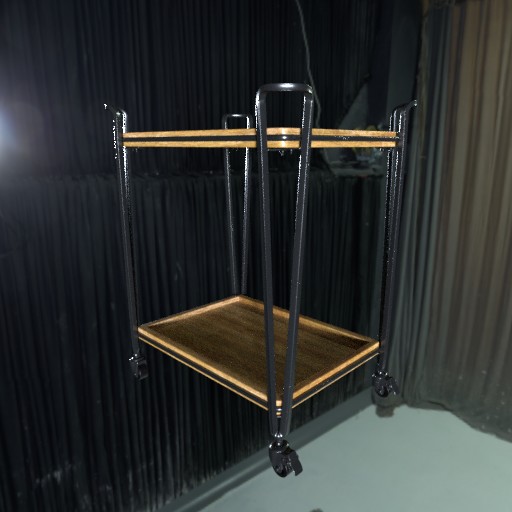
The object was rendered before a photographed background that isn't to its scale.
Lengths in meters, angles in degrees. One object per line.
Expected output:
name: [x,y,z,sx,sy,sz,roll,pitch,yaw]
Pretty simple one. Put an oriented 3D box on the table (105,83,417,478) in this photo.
table: [0.000,0.000,1.202,0.672,0.785,0.505,14,20,43]
